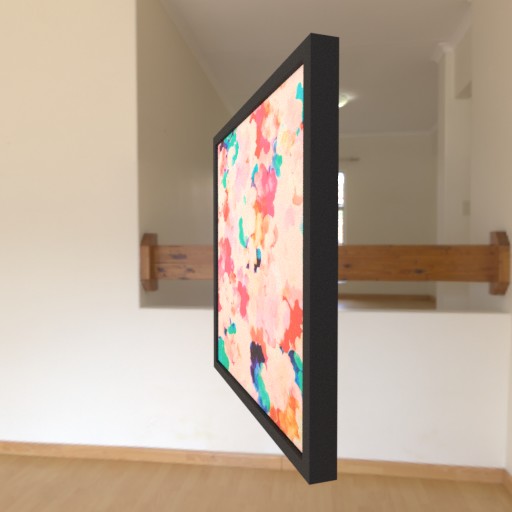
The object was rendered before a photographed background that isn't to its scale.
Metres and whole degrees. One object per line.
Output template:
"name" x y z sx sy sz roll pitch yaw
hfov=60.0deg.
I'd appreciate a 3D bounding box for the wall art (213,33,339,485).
"wall art" 0.000 0.000 0.739 0.036 0.503 0.506 0 2 -18
